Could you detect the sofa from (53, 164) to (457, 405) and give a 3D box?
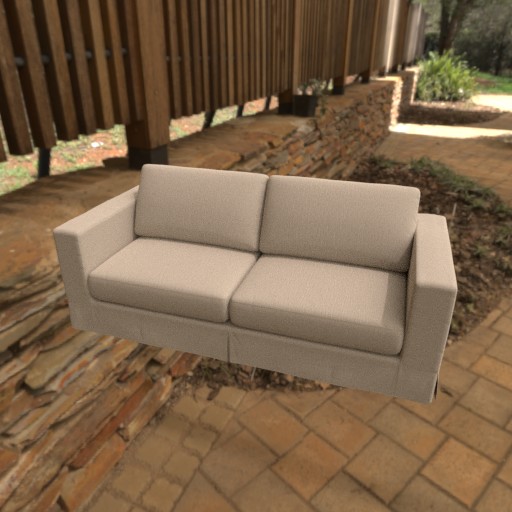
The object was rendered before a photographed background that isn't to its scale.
[{"bbox_3d":[0.000,0.000,2.691,2.163,0.881,0.954,8,27,16],"label":"sofa"}]
